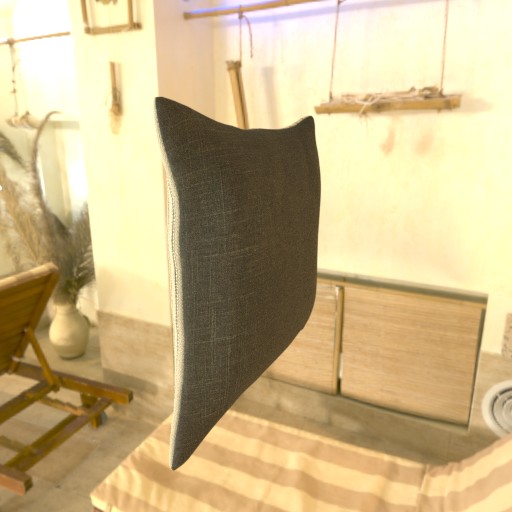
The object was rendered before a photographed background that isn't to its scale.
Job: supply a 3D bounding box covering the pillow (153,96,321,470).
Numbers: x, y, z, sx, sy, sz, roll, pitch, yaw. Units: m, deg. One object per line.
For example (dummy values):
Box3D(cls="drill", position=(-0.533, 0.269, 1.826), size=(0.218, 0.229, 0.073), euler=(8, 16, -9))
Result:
Box3D(cls="pillow", position=(0.000, 0.000, 0.696), size=(0.138, 0.444, 0.468), euler=(8, 18, 25))
